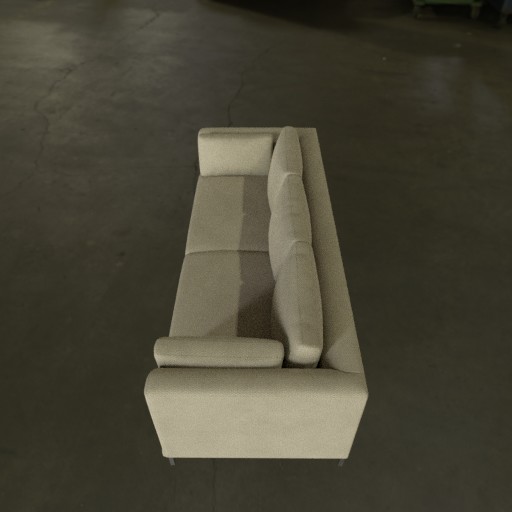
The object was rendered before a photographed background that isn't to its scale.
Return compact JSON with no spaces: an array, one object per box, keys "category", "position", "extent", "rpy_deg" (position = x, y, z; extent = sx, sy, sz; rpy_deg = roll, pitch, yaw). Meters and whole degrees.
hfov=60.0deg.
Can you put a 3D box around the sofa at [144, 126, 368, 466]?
[{"category":"sofa","position":[0.000,0.000,2.964],"extent":[0.969,0.867,2.415],"rpy_deg":[0,43,0]}]
